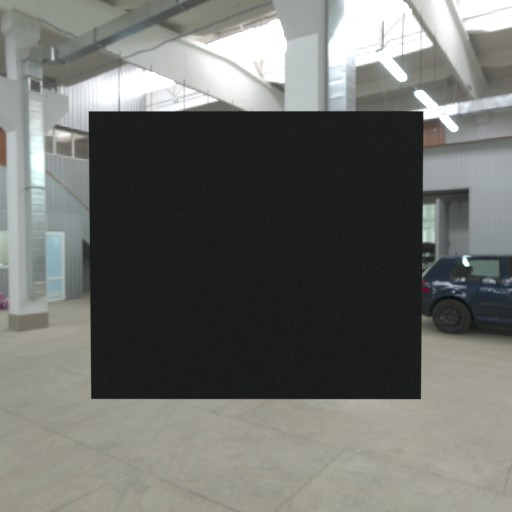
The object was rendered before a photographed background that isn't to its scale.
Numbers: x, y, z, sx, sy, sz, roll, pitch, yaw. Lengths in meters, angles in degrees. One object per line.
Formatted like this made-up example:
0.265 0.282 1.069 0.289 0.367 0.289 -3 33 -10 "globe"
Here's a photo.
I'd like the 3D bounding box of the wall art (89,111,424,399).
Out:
0.000 0.000 0.523 0.381 0.330 0.031 0 1 0 "wall art"
